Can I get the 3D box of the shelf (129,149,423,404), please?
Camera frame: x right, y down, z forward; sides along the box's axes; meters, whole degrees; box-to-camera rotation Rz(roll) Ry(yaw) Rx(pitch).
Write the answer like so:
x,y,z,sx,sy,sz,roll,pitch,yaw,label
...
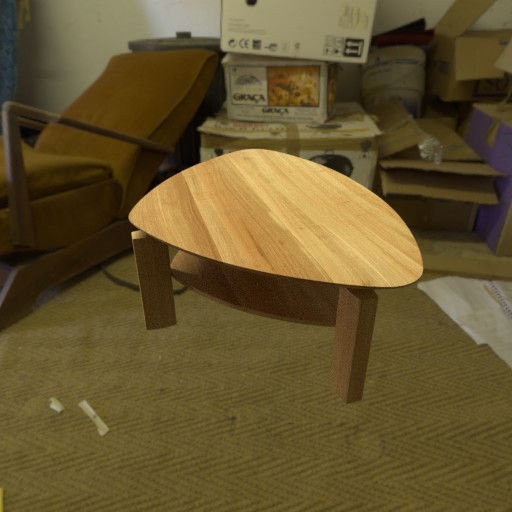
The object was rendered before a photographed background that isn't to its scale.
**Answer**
x,y,z,sx,sy,sz,roll,pitch,yaw,label
0.000,0.000,1.653,0.863,0.439,1.240,-9,31,-16,shelf
